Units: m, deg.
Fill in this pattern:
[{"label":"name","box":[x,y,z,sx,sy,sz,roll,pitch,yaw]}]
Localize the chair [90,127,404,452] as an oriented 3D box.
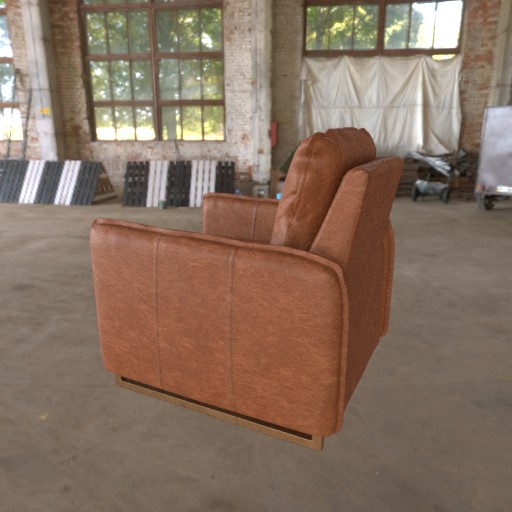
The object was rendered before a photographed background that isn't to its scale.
[{"label":"chair","box":[0.000,0.000,1.651,0.922,0.922,0.830,8,18,25]}]
